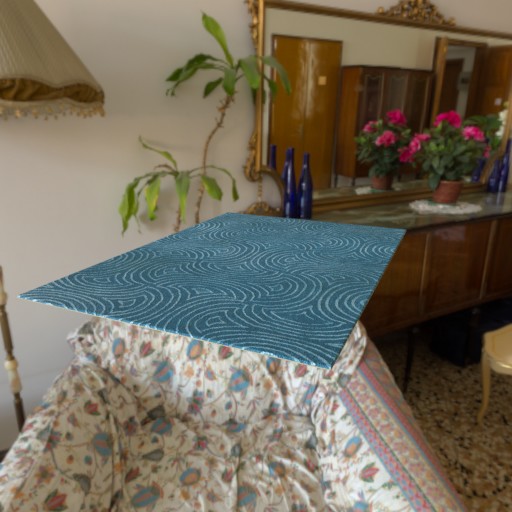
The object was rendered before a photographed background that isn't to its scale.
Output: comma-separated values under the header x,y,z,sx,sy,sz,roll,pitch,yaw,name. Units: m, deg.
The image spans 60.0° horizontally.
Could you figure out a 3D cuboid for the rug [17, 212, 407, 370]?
x,y,z,sx,sy,sz,roll,pitch,yaw,name
0.000,0.000,2.751,1.543,0.015,2.144,8,19,23,rug
